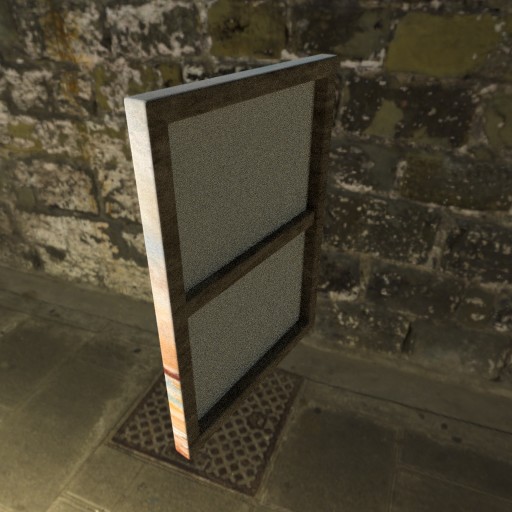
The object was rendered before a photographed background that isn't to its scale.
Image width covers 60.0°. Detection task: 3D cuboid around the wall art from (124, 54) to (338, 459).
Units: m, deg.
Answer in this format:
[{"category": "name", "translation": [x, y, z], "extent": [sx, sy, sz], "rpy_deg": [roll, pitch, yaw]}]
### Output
[{"category": "wall art", "translation": [0.000, 0.000, 0.777], "extent": [0.035, 0.605, 0.443], "rpy_deg": [20, 37, 30]}]
